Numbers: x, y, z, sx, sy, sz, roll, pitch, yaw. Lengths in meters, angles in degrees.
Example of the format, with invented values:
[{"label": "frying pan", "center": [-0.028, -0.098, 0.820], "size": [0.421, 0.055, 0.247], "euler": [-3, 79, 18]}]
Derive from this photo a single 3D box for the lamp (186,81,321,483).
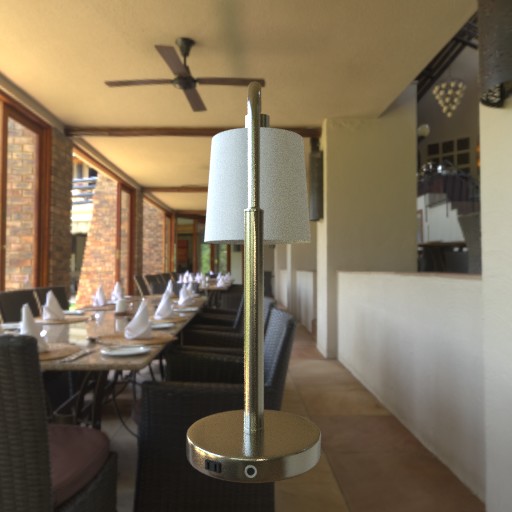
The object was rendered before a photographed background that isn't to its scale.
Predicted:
[{"label": "lamp", "center": [0.000, 0.000, 0.637], "size": [0.171, 0.489, 0.333], "euler": [0, -2, 2]}]
